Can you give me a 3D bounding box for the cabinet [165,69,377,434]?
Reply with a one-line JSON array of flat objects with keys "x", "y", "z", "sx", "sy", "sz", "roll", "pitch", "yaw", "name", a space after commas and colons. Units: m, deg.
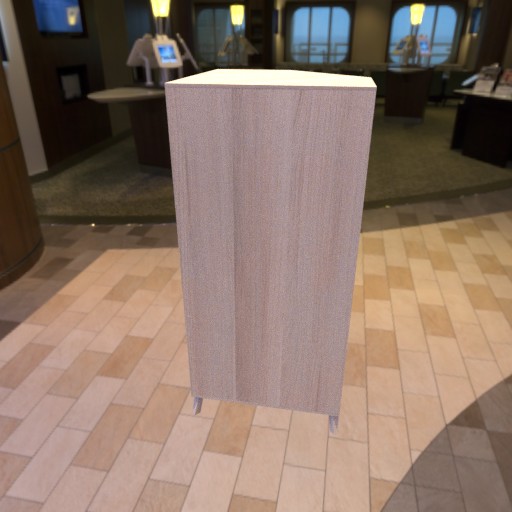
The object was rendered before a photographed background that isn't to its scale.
[{"x": 0.000, "y": 0.000, "z": 2.614, "sx": 0.969, "sy": 1.957, "sz": 1.272, "roll": -17, "pitch": 31, "yaw": -31, "name": "cabinet"}]
